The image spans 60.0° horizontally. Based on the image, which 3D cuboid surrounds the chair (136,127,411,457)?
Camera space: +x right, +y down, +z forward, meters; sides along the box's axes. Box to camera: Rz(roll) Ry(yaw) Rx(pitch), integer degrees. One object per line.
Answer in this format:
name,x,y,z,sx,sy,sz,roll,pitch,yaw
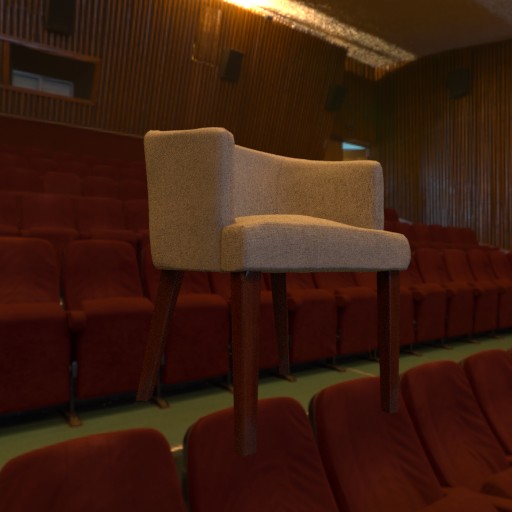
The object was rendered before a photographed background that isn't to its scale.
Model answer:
chair,0.000,0.000,1.261,0.583,0.811,0.655,1,-2,-36
